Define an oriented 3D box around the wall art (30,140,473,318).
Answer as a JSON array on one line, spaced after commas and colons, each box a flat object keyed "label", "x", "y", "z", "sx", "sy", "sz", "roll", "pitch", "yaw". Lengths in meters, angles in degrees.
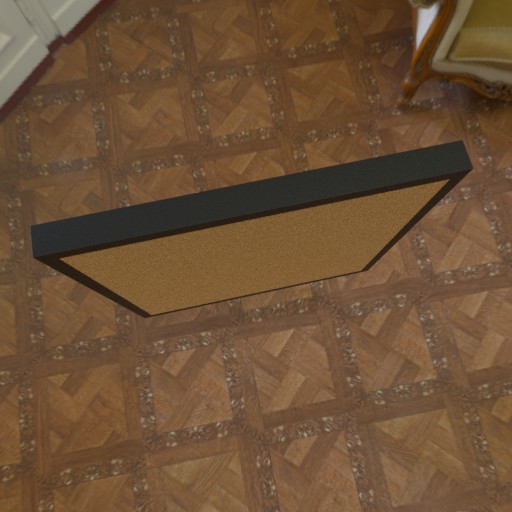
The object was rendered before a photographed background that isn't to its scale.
[{"label": "wall art", "x": 0.000, "y": 0.000, "z": 0.749, "sx": 0.508, "sy": 0.508, "sz": 0.038, "roll": -12, "pitch": 75, "yaw": -3}]
